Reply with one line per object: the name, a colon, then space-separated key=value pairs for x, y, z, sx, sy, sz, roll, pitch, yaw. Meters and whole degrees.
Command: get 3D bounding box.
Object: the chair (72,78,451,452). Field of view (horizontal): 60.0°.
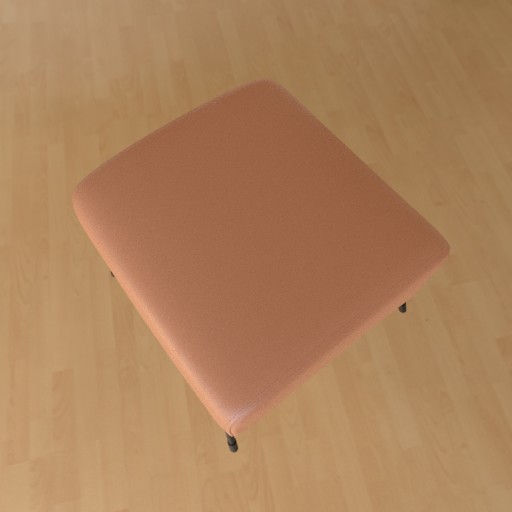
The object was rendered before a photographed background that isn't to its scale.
chair: x=0.000 y=0.000 z=0.920 sx=0.530 sy=0.410 sz=0.530 roll=-35 pitch=69 yaw=-15
